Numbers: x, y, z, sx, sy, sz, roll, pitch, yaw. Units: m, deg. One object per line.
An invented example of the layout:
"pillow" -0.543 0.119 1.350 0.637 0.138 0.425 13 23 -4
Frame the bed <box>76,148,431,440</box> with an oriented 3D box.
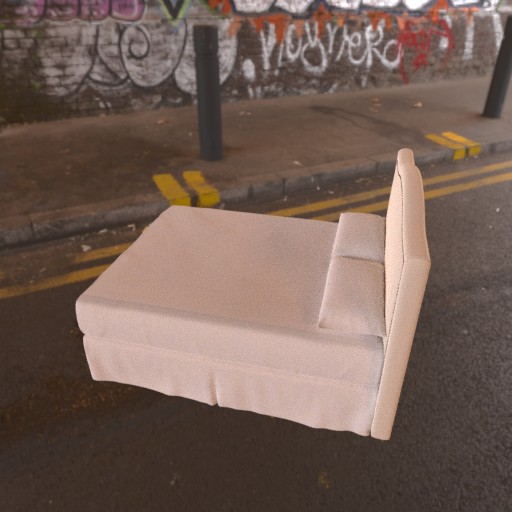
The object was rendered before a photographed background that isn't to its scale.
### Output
"bed" 0.000 0.000 3.324 2.143 1.460 1.753 7 32 12
